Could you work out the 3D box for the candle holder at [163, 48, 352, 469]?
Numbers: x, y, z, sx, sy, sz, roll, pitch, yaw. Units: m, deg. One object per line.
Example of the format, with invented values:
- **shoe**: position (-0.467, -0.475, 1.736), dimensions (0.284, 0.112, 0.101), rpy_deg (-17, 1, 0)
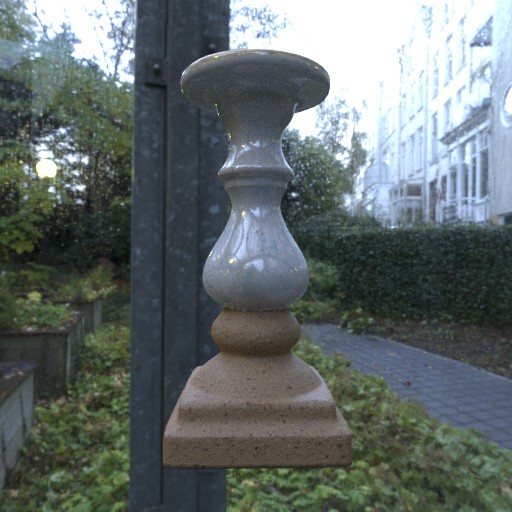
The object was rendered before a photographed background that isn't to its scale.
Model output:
- **candle holder**: position (0.000, 0.000, 0.303), dimensions (0.110, 0.239, 0.110), rpy_deg (0, 0, -1)
